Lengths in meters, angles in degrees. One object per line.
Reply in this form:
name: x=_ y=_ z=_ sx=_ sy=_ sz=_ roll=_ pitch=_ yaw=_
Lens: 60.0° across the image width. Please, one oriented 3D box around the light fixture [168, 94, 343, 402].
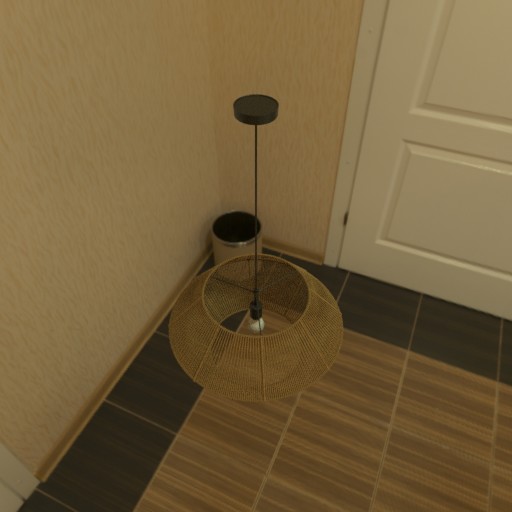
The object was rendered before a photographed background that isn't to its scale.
light fixture: x=0.000 y=0.000 z=1.397 sx=0.643 sy=1.009 sz=0.643 roll=0 pitch=45 yaw=0
